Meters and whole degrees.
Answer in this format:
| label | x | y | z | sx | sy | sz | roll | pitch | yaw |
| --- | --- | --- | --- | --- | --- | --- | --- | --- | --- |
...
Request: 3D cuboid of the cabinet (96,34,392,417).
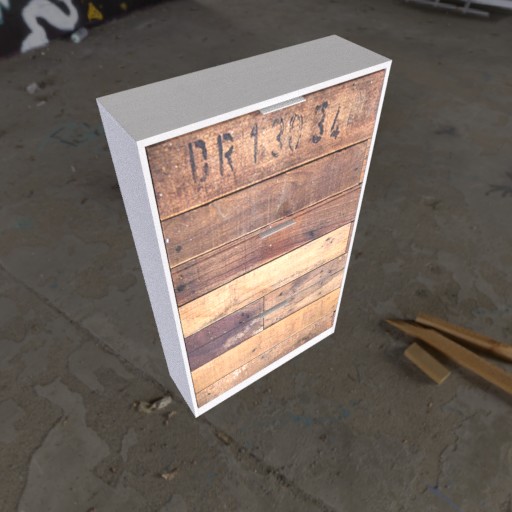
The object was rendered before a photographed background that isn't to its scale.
| label | x | y | z | sx | sy | sz | roll | pitch | yaw |
| --- | --- | --- | --- | --- | --- | --- | --- | --- | --- |
| cabinet | 0.000 | 0.000 | 1.582 | 0.750 | 1.280 | 0.250 | -26 | 51 | -23 |
